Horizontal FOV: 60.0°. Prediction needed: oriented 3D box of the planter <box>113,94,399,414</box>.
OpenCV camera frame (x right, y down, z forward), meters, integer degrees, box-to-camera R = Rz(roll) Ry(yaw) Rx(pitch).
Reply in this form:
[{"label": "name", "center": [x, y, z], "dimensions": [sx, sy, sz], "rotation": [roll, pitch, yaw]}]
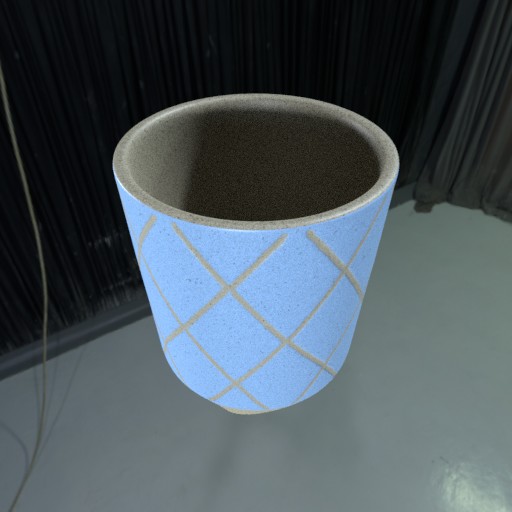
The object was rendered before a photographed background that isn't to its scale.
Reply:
[{"label": "planter", "center": [0.000, 0.000, 0.367], "dimensions": [0.191, 0.200, 0.191], "rotation": [0, 41, 0]}]
